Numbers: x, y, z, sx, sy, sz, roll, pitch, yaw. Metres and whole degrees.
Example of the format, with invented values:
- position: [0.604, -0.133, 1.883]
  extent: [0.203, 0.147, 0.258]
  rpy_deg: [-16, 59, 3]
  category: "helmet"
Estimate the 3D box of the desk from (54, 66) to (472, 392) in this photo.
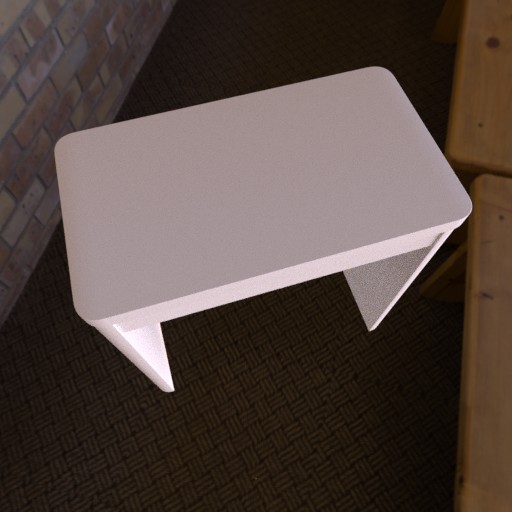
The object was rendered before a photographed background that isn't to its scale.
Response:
- position: [0.000, 0.000, 1.259]
  extent: [0.790, 0.760, 0.446]
  rpy_deg: [-15, 64, -8]
  category: "desk"
